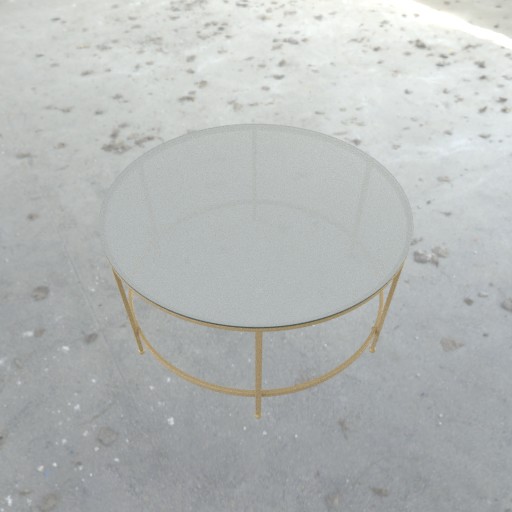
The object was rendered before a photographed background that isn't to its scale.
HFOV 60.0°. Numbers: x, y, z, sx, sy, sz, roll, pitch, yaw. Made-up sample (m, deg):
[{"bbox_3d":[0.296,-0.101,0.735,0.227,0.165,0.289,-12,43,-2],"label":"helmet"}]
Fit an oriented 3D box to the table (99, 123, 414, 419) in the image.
[{"bbox_3d":[0.000,0.000,1.488,0.914,0.470,0.914,0,45,0],"label":"table"}]
